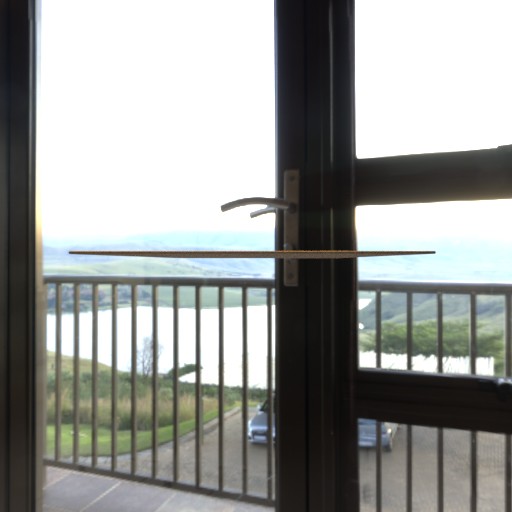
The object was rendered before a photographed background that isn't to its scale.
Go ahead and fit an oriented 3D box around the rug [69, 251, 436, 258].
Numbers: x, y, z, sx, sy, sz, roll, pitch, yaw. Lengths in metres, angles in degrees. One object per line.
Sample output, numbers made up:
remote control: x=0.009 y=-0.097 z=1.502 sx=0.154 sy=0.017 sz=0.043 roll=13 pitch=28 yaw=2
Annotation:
rug: x=0.000 y=0.000 z=3.047 sx=1.531 sy=0.014 sz=2.441 roll=0 pitch=-1 yaw=1
